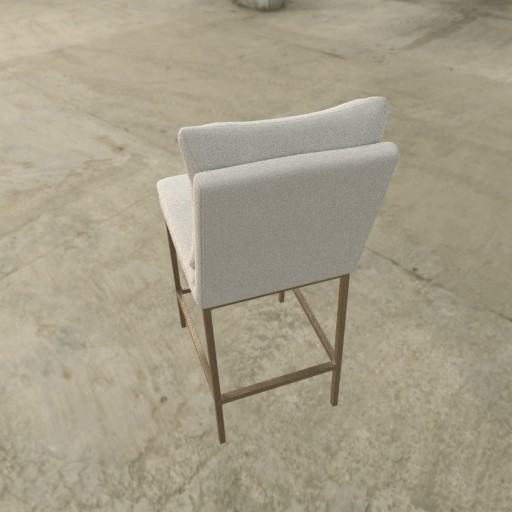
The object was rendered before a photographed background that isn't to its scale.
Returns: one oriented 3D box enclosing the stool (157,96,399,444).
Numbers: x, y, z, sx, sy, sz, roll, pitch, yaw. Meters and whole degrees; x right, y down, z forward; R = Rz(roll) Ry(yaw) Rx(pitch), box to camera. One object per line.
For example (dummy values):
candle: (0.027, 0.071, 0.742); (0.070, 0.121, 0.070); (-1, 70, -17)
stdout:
stool: (0.000, 0.000, 1.328); (0.463, 1.032, 0.572); (-13, 42, -15)
